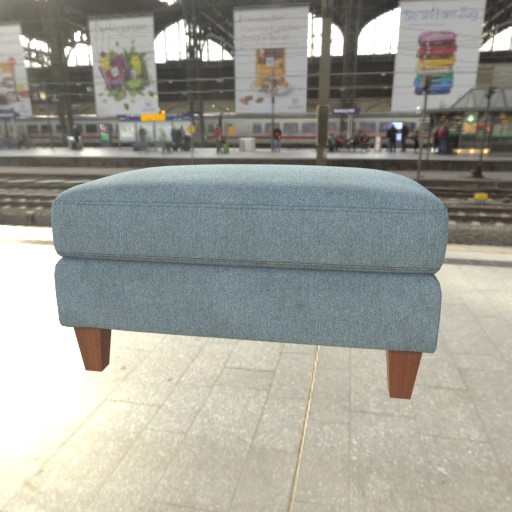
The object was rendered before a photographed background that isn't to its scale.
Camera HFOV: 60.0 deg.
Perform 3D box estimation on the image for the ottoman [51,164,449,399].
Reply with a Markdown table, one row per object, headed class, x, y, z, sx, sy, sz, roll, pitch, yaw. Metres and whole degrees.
| class | x | y | z | sx | sy | sz | roll | pitch | yaw |
| --- | --- | --- | --- | --- | --- | --- | --- | --- | --- |
| ottoman | 0.000 | 0.000 | 1.211 | 0.864 | 0.483 | 0.584 | 2 | 16 | 9 |
